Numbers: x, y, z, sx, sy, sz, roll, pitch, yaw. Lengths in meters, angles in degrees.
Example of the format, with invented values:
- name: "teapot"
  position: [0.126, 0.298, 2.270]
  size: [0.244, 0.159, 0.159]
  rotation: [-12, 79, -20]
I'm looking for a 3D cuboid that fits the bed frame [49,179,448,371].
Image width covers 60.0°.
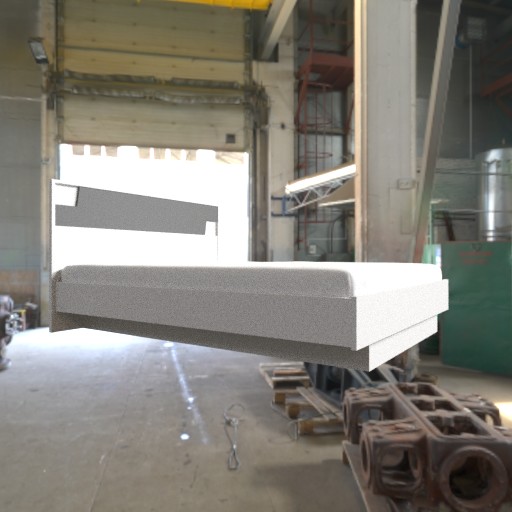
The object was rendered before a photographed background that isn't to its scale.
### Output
- name: "bed frame"
  position: [0.000, 0.000, 2.997]
  size: [2.100, 1.001, 1.711]
  rotation: [0, 0, 35]
